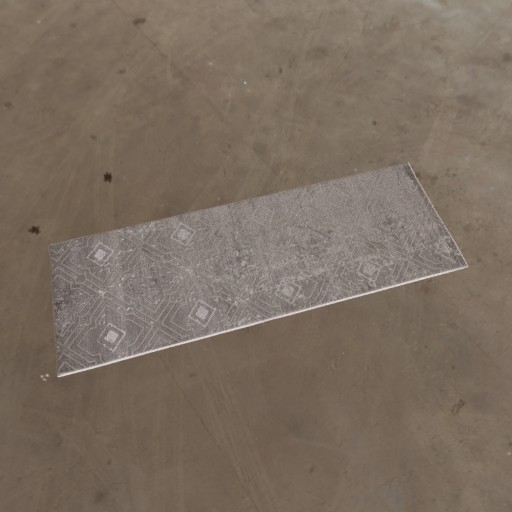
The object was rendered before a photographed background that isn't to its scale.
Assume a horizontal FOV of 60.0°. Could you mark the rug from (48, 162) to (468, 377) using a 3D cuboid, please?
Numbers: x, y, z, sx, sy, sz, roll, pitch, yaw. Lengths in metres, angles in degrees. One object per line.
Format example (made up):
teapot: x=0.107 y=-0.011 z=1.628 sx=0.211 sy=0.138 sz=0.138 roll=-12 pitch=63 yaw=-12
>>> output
rug: x=0.000 y=0.000 z=2.655 sx=2.381 sy=0.035 sz=0.832 roll=-14 pitch=62 yaw=-8
